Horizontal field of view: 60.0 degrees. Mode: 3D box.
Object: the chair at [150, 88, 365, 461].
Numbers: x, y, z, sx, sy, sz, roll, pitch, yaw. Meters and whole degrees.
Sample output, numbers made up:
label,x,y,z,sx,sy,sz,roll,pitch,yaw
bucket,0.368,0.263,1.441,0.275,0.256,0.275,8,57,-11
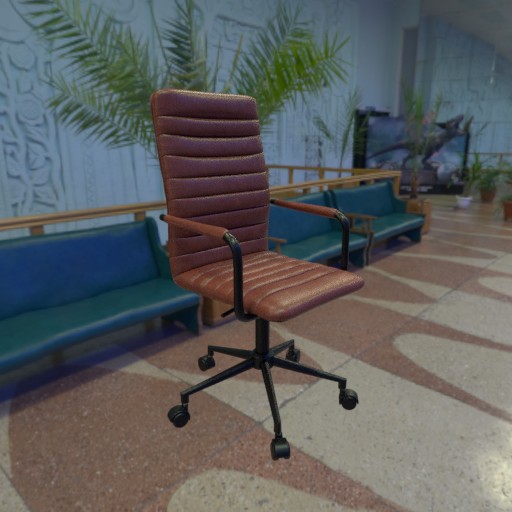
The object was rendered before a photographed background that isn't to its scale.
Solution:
label,x,y,z,sx,sy,sz,roll,pitch,yaw
chair,0.000,0.000,1.367,0.608,0.979,0.580,-14,21,-43
